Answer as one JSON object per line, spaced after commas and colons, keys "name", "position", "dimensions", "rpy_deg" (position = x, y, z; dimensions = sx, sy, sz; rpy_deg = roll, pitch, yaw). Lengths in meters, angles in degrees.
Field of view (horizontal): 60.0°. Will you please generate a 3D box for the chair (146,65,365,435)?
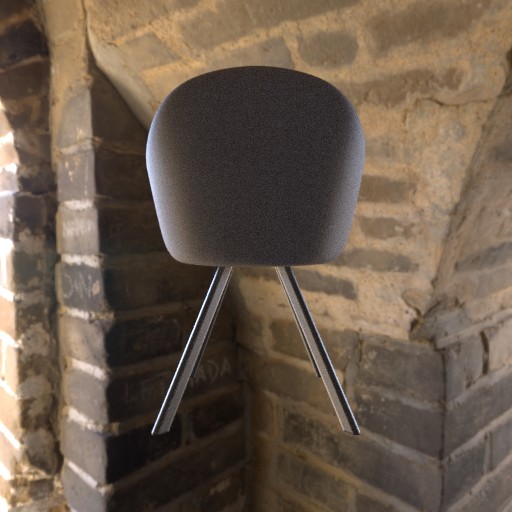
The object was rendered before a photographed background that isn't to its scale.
{"name": "chair", "position": [0.000, 0.000, 1.164], "dimensions": [0.540, 0.780, 0.570], "rpy_deg": [0, 1, 0]}
